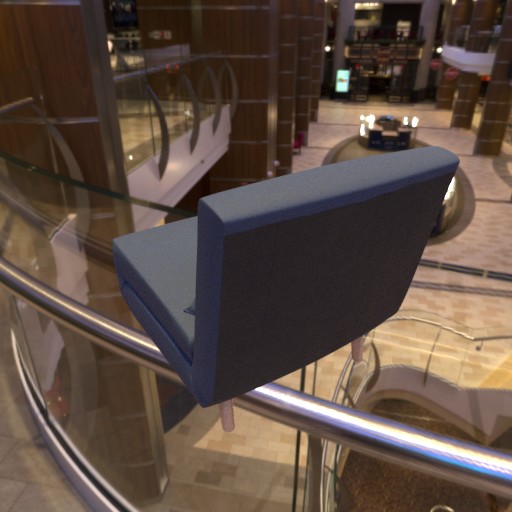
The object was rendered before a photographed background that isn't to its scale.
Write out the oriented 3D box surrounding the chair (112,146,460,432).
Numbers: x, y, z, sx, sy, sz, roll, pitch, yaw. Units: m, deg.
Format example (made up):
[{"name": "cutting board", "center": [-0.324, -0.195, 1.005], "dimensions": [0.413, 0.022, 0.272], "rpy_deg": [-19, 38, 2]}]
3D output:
[{"name": "chair", "center": [0.000, 0.000, 1.513], "dimensions": [0.770, 0.808, 0.900], "rpy_deg": [-18, 33, -30]}]
